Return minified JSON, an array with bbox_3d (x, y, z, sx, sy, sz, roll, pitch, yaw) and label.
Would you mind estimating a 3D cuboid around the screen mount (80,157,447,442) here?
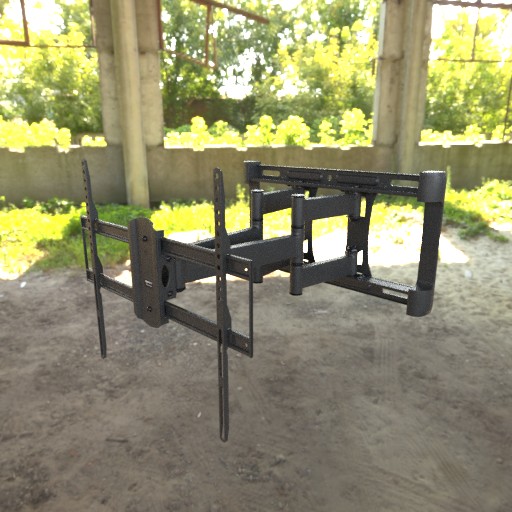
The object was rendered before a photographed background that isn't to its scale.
[{"bbox_3d":[0.000,0.000,0.961,0.571,0.424,0.556,14,21,42],"label":"screen mount"}]
